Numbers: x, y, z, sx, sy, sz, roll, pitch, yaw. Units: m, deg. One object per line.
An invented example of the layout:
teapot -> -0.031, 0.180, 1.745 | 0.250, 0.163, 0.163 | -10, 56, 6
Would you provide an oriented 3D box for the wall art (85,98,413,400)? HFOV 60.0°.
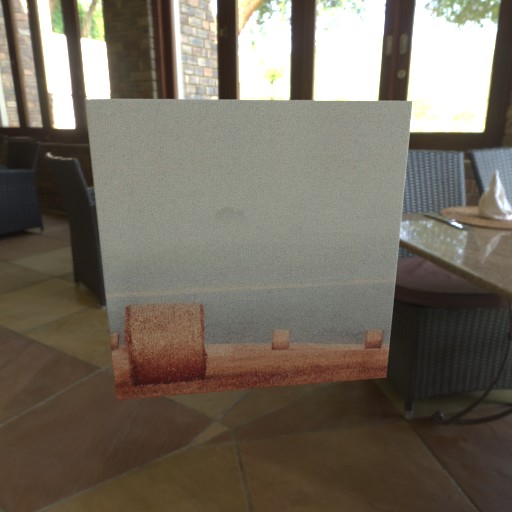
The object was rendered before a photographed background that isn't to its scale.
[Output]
wall art -> 0.000, 0.000, 0.610 | 0.405, 0.405, 0.023 | -2, 17, -8
